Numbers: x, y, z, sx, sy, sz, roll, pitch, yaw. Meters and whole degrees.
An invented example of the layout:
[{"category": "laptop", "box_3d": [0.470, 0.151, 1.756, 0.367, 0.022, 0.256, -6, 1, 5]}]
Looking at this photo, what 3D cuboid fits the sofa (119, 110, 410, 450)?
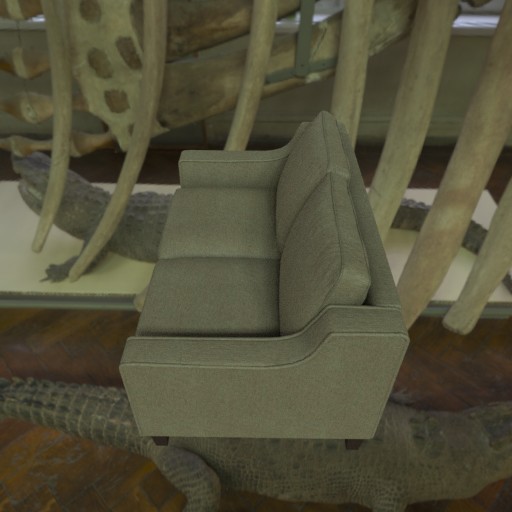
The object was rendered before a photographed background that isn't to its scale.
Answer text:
[{"category": "sofa", "box_3d": [0.000, 0.000, 2.150, 0.985, 0.981, 1.503, 1, 42, 1]}]
